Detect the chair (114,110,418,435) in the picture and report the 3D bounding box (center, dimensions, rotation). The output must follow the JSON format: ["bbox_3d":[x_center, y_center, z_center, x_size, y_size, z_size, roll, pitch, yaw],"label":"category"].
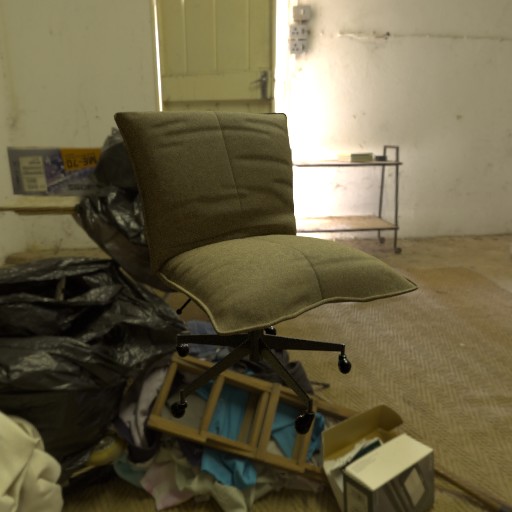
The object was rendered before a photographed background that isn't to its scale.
[{"bbox_3d":[0.000,0.000,1.263,0.597,0.811,0.696,-8,18,-27],"label":"chair"}]
